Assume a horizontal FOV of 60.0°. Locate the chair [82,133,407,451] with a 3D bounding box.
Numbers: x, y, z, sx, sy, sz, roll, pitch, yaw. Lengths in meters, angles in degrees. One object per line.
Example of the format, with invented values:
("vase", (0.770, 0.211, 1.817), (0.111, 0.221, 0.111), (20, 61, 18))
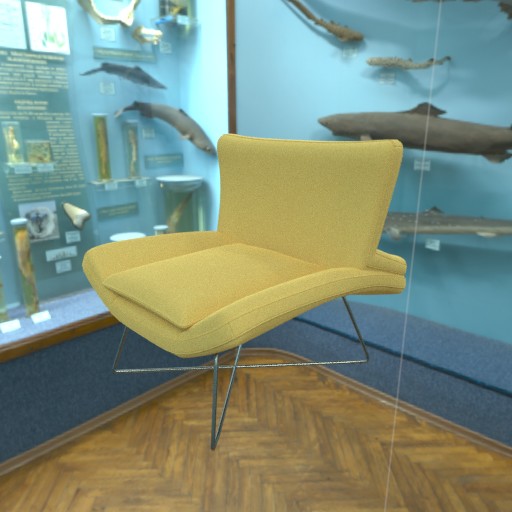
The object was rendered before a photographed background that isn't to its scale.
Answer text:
("chair", (0.000, 0.000, 1.659), (1.008, 0.855, 0.859), (-16, 24, -42))
